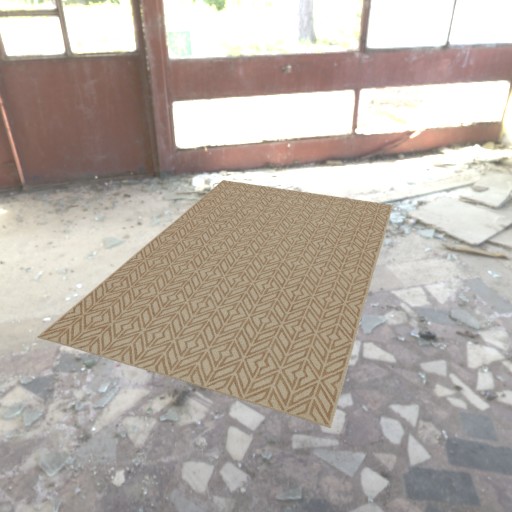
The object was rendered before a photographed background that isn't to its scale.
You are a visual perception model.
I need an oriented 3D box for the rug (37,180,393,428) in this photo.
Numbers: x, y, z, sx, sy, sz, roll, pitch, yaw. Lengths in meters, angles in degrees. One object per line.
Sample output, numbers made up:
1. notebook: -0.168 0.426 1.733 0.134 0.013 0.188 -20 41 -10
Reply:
1. rug: 0.000 0.000 2.355 1.220 0.007 1.828 11 33 18
